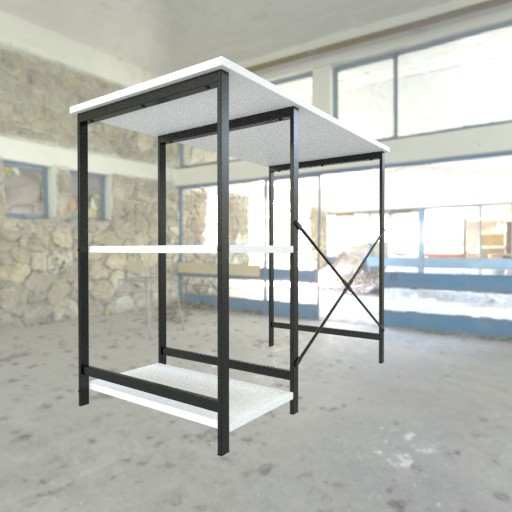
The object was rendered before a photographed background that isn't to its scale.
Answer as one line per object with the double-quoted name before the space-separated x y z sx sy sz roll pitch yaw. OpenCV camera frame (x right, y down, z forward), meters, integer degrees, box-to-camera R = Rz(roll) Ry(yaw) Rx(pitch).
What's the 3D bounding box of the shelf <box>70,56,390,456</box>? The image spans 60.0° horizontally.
"shelf" 0.000 0.000 1.331 0.498 0.750 0.902 1 1 36
